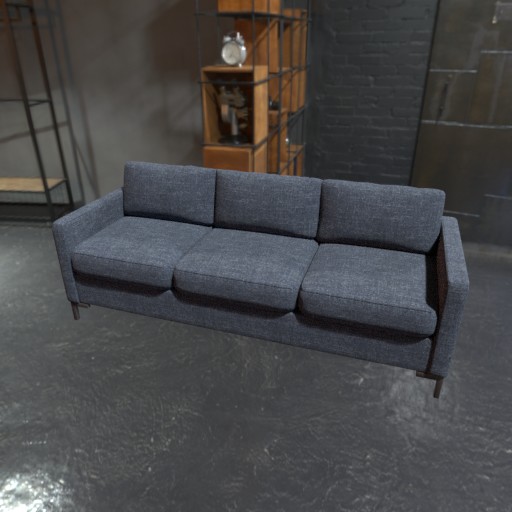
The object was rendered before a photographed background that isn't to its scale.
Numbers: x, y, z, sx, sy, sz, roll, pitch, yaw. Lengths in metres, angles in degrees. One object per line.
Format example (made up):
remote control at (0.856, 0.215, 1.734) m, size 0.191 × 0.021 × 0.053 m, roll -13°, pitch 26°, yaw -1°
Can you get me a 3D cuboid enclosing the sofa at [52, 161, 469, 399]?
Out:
sofa at (0.000, 0.000, 2.658) m, size 2.218 × 0.874 × 0.859 m, roll 8°, pitch 28°, yaw 16°
